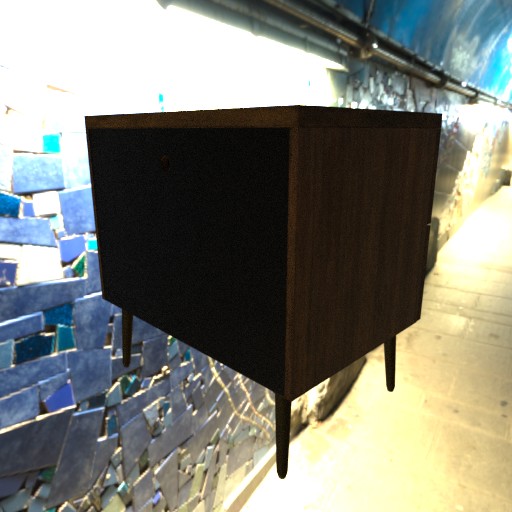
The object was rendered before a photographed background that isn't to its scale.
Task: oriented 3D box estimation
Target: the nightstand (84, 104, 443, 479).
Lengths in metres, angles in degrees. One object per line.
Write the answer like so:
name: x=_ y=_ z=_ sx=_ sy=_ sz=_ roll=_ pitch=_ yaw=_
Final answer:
nightstand: x=0.000 y=0.000 z=1.003 sx=0.610 sy=0.610 sz=0.458 roll=15 pitch=22 yaw=43
